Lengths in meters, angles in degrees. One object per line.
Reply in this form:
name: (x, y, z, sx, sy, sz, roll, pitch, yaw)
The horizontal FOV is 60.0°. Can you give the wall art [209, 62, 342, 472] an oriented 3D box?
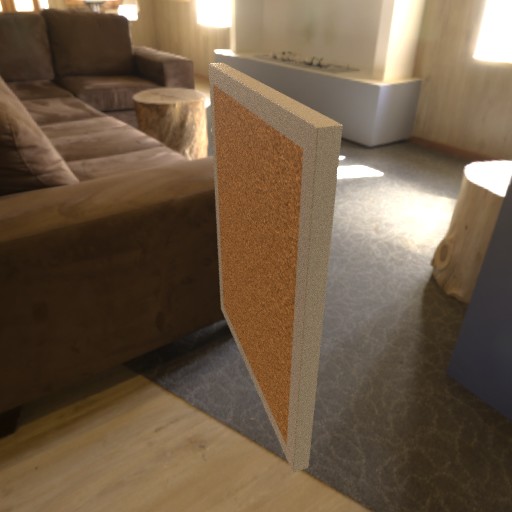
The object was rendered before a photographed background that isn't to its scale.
wall art: (0.000, 0.000, 0.761, 0.028, 0.556, 0.454, -10, 32, -16)
